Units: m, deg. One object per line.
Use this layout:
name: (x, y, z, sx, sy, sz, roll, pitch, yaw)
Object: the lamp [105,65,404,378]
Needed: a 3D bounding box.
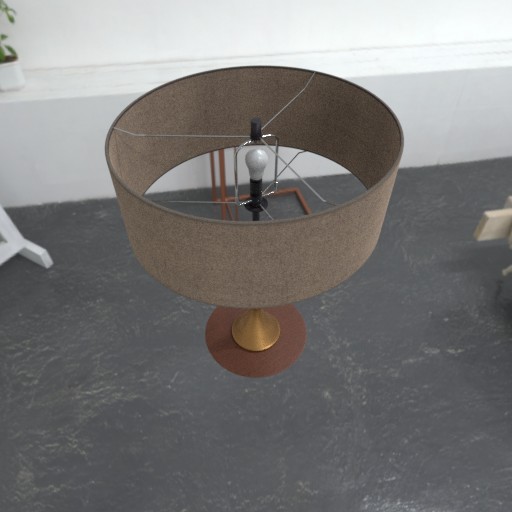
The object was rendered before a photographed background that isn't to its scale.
lamp: (0.000, 0.000, 0.817, 0.417, 0.551, 0.396, -24, 51, -21)
